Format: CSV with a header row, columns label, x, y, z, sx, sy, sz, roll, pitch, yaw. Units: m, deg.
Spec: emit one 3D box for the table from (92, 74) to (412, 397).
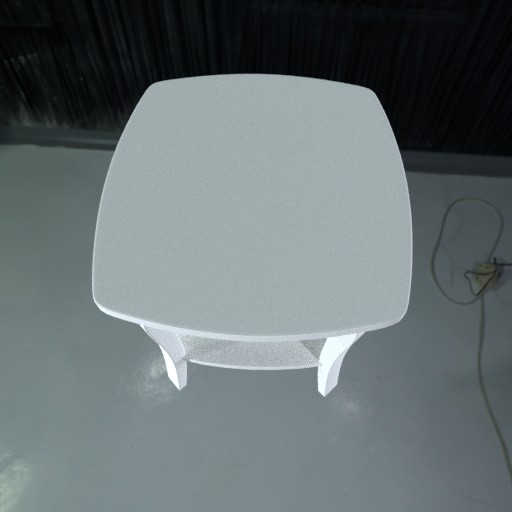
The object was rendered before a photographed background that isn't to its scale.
label,x,y,z,sx,sy,sz,roll,pitch,yaw
table,0.000,0.000,0.851,0.451,0.438,0.502,2,58,1
